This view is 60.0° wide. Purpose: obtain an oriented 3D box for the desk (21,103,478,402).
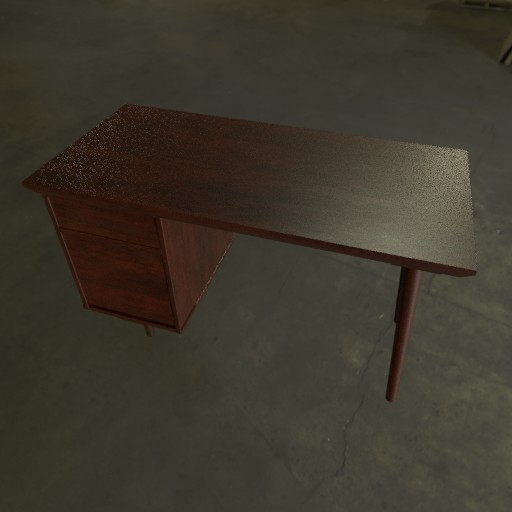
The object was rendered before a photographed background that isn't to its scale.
[{"bbox_3d":[0.000,0.000,1.644,1.277,0.758,0.612,12,43,13],"label":"desk"}]
